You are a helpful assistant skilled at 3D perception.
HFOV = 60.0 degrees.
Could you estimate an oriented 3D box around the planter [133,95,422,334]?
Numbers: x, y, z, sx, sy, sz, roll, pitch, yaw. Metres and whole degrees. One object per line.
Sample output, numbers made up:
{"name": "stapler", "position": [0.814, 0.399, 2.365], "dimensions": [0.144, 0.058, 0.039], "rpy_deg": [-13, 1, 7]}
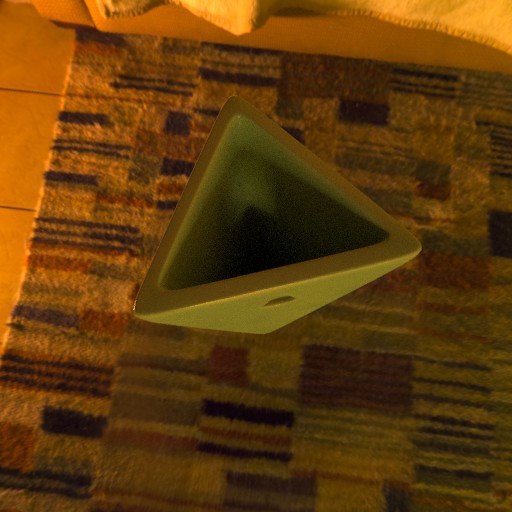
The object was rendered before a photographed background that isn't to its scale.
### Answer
{"name": "planter", "position": [0.000, 0.000, 0.212], "dimensions": [0.080, 0.178, 0.064], "rpy_deg": [-13, 76, -3]}
